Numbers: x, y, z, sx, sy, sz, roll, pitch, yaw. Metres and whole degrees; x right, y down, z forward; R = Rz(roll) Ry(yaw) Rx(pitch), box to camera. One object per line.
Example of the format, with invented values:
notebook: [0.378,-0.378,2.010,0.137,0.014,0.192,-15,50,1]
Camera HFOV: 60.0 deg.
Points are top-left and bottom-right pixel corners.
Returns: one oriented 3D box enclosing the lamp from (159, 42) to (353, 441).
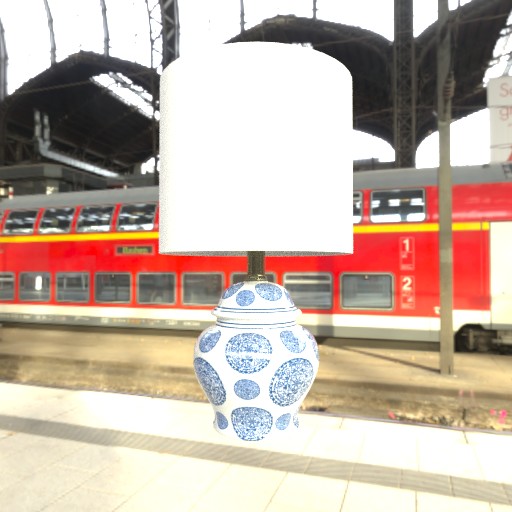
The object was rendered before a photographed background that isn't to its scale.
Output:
lamp: [0.000,0.000,0.502,0.215,0.381,0.215,0,-2,17]
